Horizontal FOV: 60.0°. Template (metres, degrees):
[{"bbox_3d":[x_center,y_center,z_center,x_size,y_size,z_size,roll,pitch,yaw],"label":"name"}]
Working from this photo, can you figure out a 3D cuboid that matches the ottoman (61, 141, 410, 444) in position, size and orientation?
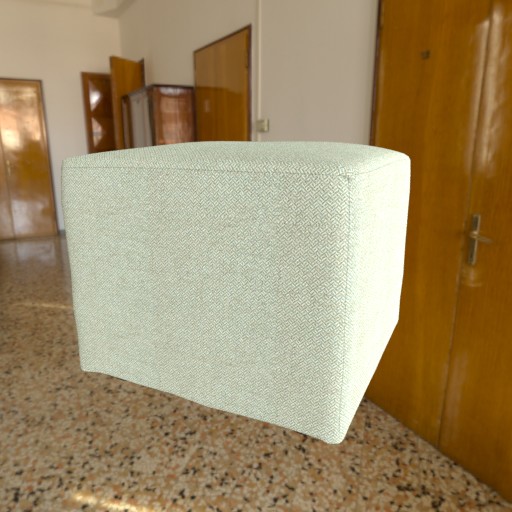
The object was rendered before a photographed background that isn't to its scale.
[{"bbox_3d":[0.000,0.000,0.904,0.521,0.453,0.512,7,16,25],"label":"ottoman"}]
